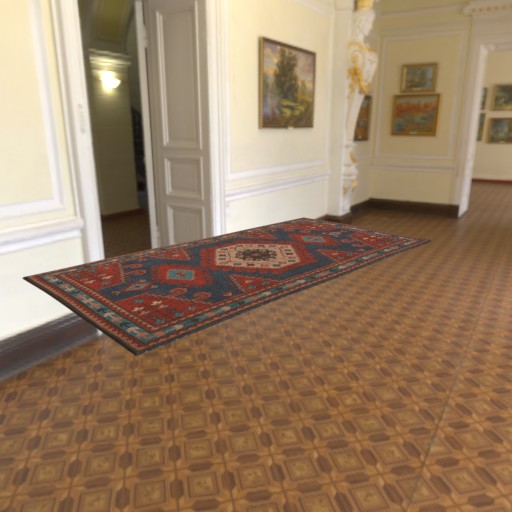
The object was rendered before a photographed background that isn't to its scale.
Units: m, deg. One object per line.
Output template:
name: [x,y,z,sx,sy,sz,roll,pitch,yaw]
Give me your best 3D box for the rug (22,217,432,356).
rug: [0.000,0.000,3.559,3.032,0.034,1.522,-15,22,-42]
